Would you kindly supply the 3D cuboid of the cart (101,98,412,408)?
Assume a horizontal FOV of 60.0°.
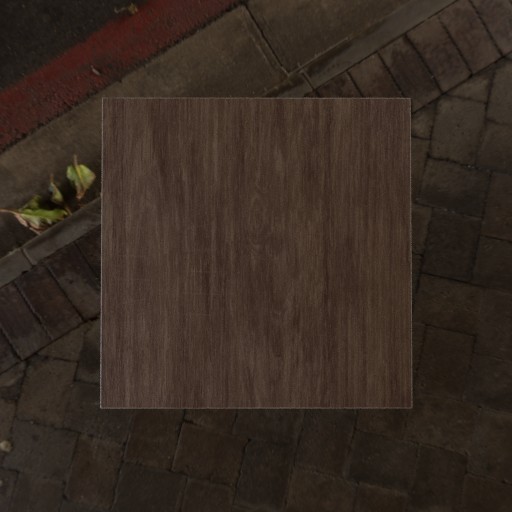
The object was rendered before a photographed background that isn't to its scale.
[{"bbox_3d":[0.000,0.000,1.124,0.520,0.762,0.521,0,89,0],"label":"cart"}]
